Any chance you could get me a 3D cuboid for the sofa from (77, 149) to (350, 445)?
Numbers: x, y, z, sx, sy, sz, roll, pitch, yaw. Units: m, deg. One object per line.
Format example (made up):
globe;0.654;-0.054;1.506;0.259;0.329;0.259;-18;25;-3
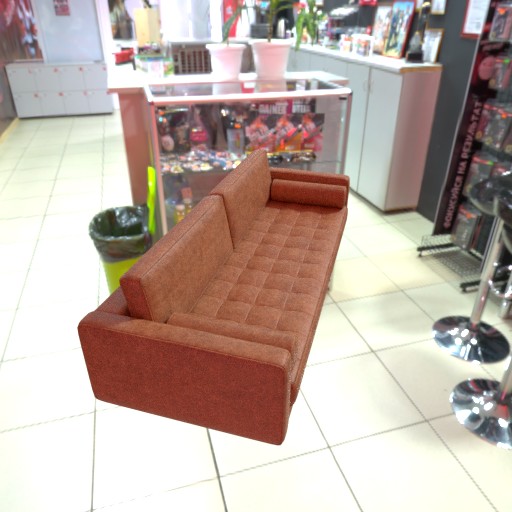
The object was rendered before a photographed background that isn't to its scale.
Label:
sofa;0.000;0.000;2.708;0.919;0.770;2.200;8;31;14
